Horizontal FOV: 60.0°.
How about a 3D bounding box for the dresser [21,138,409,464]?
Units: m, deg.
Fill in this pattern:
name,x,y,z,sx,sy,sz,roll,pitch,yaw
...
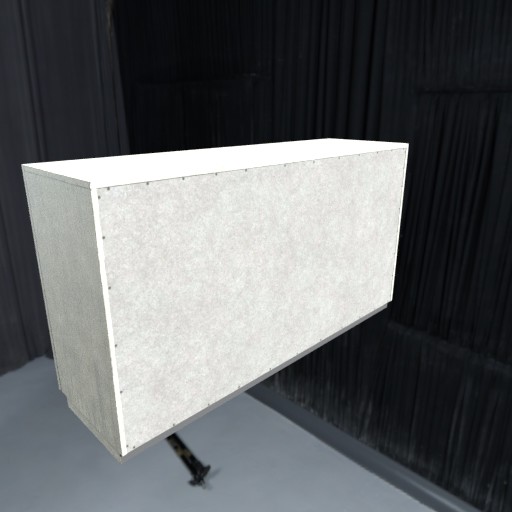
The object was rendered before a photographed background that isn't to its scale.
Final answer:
name,x,y,z,sx,sy,sz,roll,pitch,yaw
dresser,0.000,0.000,1.934,1.628,0.889,0.483,-18,26,-42
